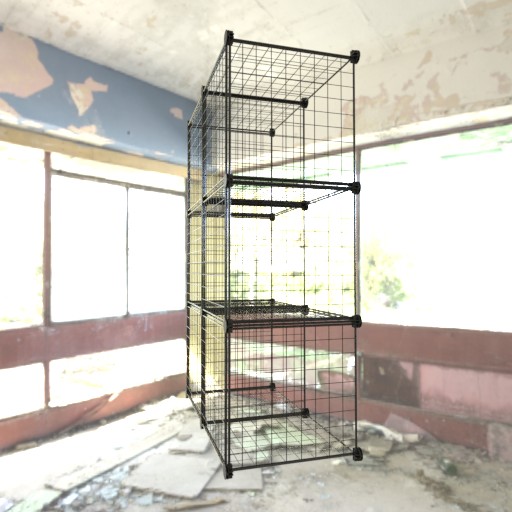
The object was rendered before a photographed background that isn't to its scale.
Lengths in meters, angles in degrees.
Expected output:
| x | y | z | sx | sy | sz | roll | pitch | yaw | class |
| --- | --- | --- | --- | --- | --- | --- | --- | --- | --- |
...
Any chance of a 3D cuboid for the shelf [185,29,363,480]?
| x | y | z | sx | sy | sz | roll | pitch | yaw | class |
| --- | --- | --- | --- | --- | --- | --- | --- | --- | --- |
| 0.000 | 0.000 | 1.428 | 0.356 | 1.067 | 0.711 | 0 | -2 | -17 | shelf |
